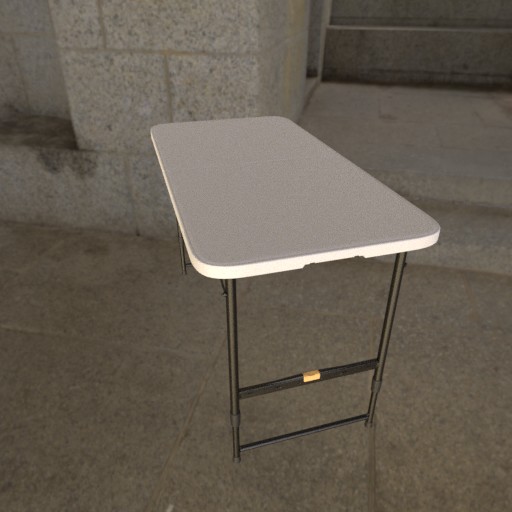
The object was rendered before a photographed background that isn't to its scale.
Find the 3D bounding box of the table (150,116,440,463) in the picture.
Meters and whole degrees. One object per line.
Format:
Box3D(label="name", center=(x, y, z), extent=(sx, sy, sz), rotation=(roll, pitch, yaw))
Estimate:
Box3D(label="table", center=(0.000, 0.000, 1.668), extent=(0.611, 0.737, 1.245), rotation=(-8, 32, -14))
